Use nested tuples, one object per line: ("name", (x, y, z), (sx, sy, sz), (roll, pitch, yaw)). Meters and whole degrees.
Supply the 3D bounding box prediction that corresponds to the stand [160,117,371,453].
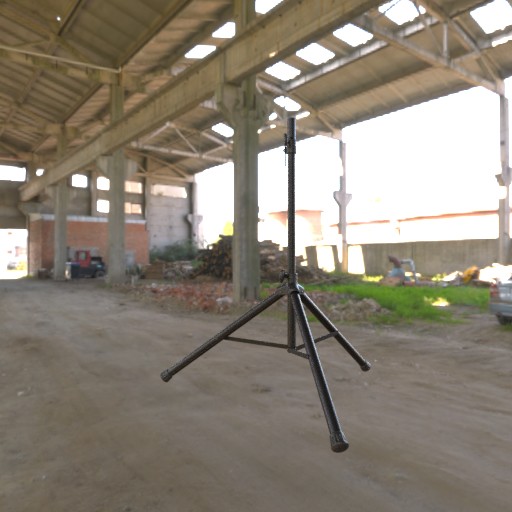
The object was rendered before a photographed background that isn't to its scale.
("stand", (0.000, 0.000, 1.875), (0.907, 1.136, 1.045), (0, -1, 20))
